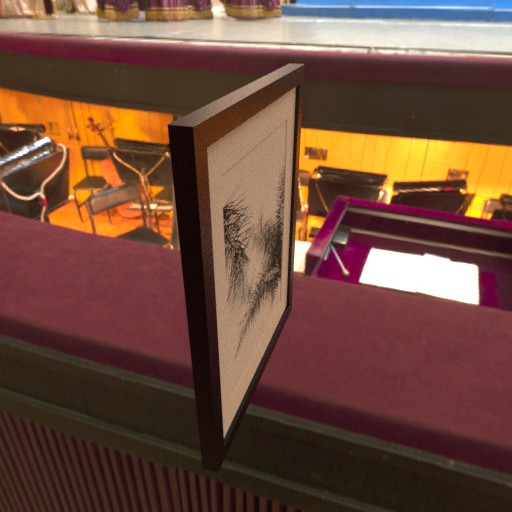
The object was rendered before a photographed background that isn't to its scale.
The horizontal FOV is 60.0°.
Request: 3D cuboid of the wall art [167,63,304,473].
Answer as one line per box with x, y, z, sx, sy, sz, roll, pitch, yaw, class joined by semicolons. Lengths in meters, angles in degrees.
0.000;0.000;0.764;0.028;0.557;0.457;10;32;16;wall art
